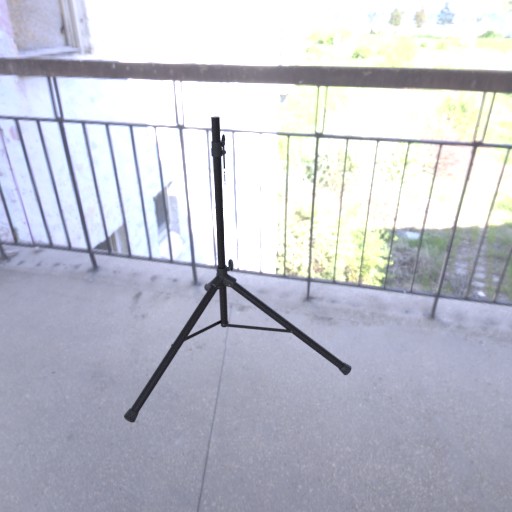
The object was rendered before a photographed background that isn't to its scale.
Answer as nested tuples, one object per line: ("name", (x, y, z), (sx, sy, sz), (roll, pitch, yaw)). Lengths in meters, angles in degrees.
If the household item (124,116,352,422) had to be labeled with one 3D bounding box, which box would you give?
("household item", (0.000, 0.000, 1.880), (0.907, 1.136, 1.045), (7, 30, 13))
